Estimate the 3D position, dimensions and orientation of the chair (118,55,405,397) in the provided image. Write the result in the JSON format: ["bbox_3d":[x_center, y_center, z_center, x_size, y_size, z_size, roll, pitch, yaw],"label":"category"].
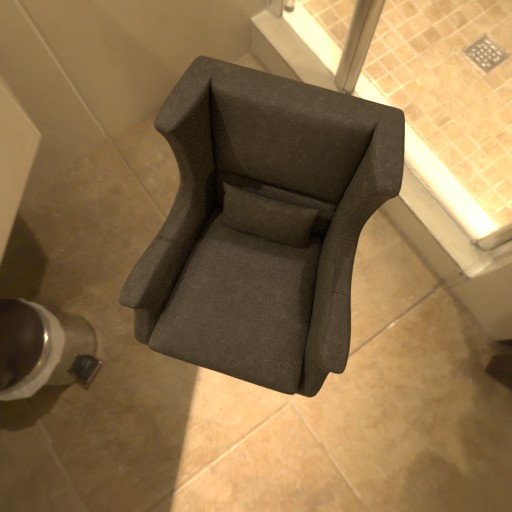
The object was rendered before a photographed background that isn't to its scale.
[{"bbox_3d":[0.000,0.000,1.730,0.853,1.016,0.926,17,76,4],"label":"chair"}]
